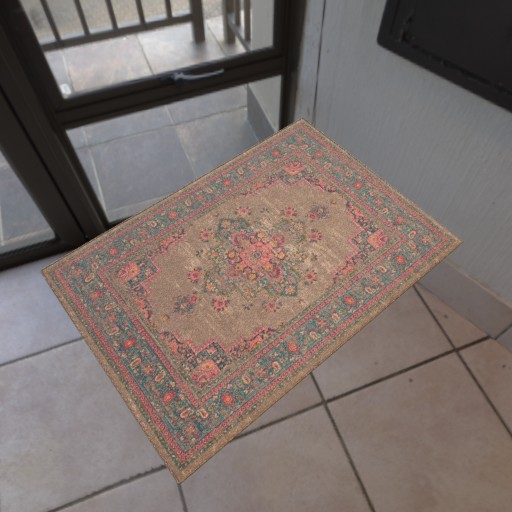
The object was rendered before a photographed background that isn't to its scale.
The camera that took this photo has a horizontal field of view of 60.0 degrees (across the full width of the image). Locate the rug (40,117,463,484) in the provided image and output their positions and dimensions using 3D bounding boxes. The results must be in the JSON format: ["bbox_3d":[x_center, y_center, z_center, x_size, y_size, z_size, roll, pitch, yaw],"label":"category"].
[{"bbox_3d":[0.000,0.000,3.663,2.890,0.013,2.005,-35,64,-20],"label":"rug"}]
